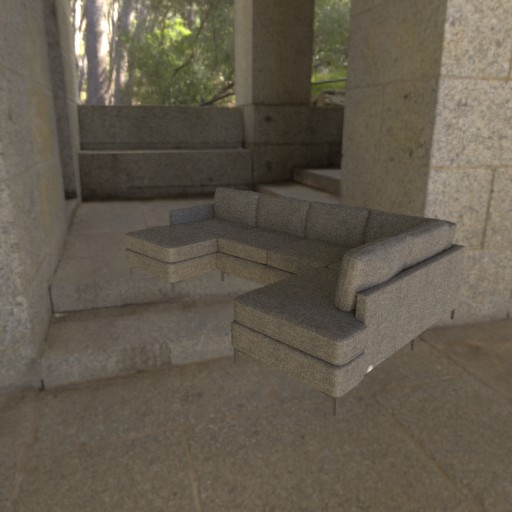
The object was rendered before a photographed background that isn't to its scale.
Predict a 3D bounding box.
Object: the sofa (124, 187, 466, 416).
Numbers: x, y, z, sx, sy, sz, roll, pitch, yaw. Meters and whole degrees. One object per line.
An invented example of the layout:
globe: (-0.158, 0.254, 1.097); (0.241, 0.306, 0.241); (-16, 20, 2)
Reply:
sofa: (0.000, 0.000, 4.508); (3.423, 0.999, 2.048); (16, 23, 42)
